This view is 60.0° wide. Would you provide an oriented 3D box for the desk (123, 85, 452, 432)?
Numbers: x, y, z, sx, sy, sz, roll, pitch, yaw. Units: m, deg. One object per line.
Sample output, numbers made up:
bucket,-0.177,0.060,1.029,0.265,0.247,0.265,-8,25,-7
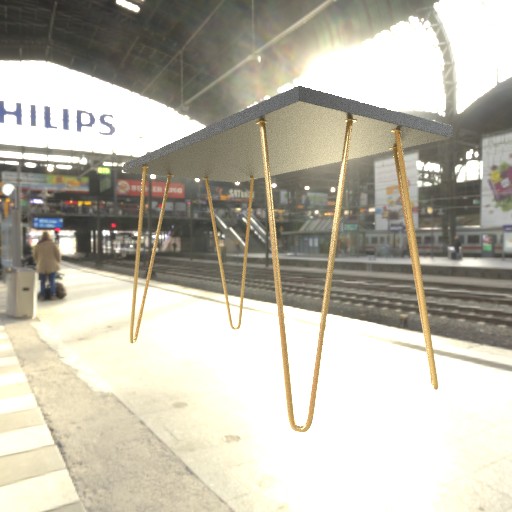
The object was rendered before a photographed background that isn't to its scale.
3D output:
desk,0.000,0.000,1.373,0.499,0.660,0.991,-1,2,-35
